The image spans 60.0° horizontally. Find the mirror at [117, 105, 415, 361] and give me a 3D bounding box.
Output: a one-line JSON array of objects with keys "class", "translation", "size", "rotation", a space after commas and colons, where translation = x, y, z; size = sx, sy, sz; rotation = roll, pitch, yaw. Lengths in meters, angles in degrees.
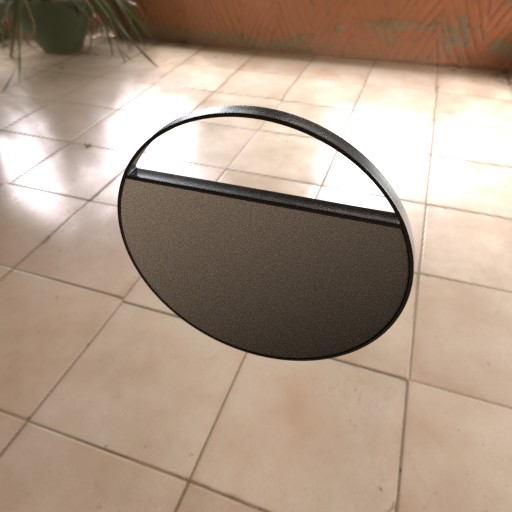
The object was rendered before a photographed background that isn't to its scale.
[{"class": "mirror", "translation": [0.000, 0.000, 0.838], "size": [0.565, 0.565, 0.032], "rotation": [12, 42, 14]}]
